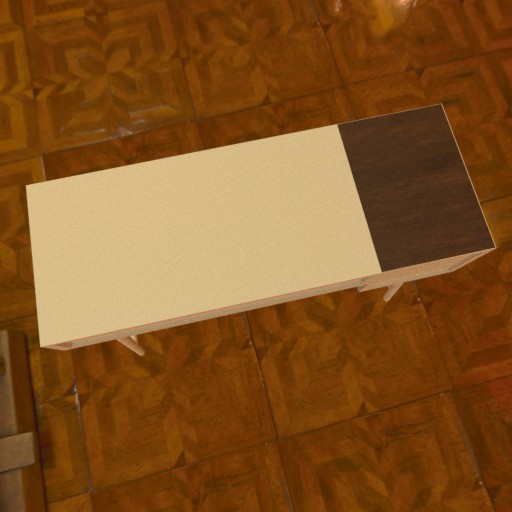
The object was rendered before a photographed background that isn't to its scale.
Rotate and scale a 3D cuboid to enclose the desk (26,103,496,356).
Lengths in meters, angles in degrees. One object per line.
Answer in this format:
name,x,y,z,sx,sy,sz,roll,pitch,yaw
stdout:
desk,0.000,0.000,1.433,1.069,0.761,0.409,-12,75,-3
